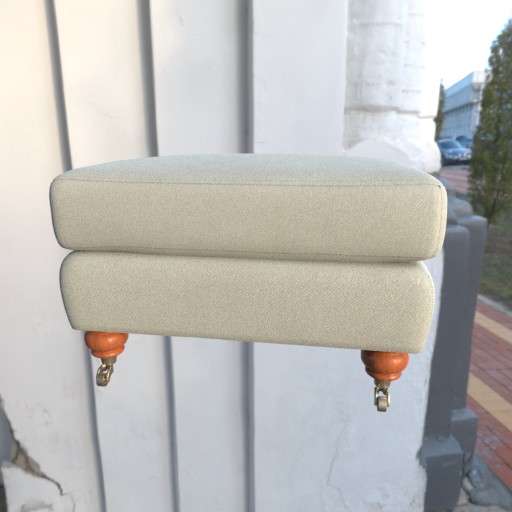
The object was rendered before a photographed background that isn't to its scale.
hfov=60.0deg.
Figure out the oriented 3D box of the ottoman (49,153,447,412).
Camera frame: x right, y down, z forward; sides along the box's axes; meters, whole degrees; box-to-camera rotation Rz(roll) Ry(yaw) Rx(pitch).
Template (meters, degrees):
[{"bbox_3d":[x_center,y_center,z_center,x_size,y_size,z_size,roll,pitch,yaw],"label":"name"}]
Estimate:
[{"bbox_3d":[0.000,0.000,1.117,0.773,0.499,0.569,2,15,9],"label":"ottoman"}]
